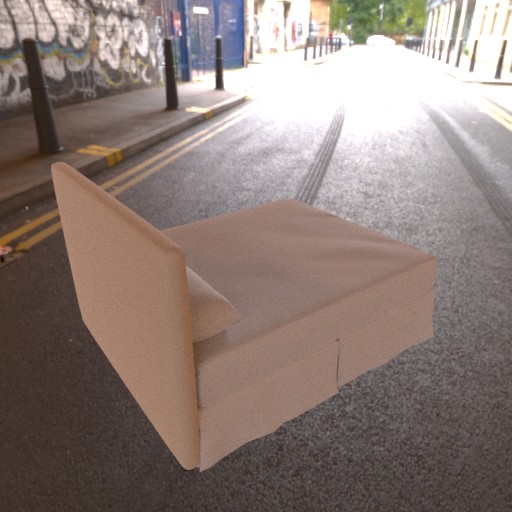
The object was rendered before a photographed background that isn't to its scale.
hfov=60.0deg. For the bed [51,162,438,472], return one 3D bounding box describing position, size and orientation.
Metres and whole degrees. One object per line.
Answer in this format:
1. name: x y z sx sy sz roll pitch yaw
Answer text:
1. bed: 0.000 0.000 3.140 2.142 1.330 1.748 -18 32 -32
